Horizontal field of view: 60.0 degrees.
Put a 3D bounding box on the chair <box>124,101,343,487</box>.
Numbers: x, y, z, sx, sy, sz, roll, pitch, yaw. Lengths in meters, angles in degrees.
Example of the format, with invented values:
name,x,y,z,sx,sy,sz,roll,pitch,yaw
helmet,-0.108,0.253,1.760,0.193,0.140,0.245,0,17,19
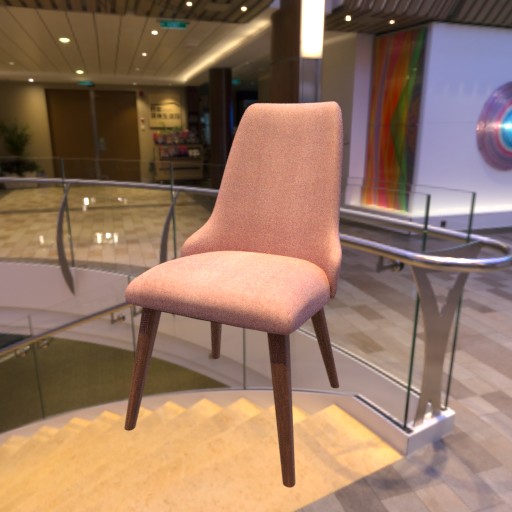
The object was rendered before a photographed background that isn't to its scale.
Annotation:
name,x,y,z,sx,sy,sz,roll,pitch,yaw
chair,0.000,0.000,1.349,0.535,0.918,0.707,8,17,25
